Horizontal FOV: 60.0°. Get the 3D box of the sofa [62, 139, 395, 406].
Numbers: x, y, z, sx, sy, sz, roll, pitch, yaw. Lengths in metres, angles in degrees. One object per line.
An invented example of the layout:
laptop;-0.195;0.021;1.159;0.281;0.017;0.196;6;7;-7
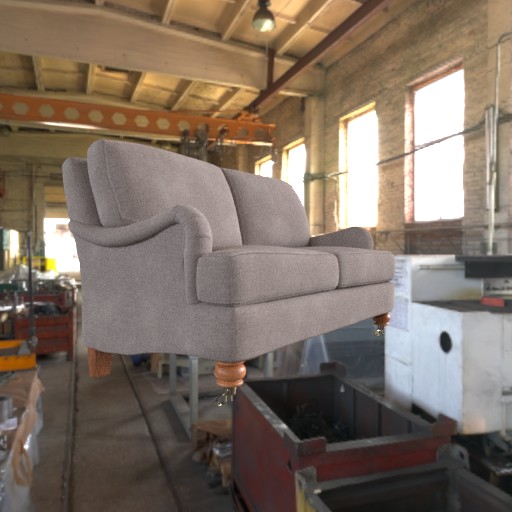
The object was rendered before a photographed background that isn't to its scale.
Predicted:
sofa;0.000;0.000;2.553;1.084;1.101;1.853;0;1;35
